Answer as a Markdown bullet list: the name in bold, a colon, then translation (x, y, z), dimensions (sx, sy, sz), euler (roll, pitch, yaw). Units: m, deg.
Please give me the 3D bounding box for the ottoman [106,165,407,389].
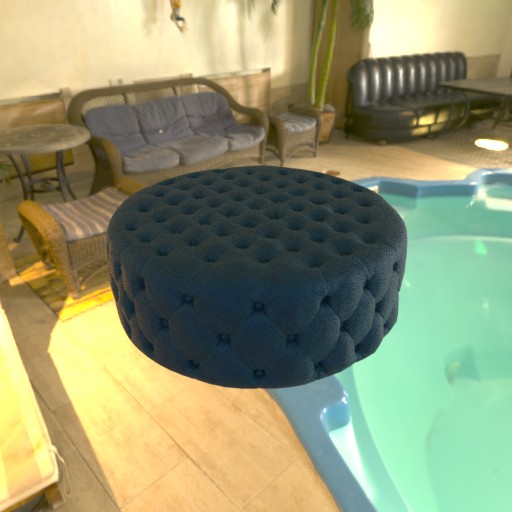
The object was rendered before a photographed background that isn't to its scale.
- **ottoman**: translation (0.000, 0.000, 1.563), dimensions (0.998, 0.398, 0.998), euler (0, 29, 0)
